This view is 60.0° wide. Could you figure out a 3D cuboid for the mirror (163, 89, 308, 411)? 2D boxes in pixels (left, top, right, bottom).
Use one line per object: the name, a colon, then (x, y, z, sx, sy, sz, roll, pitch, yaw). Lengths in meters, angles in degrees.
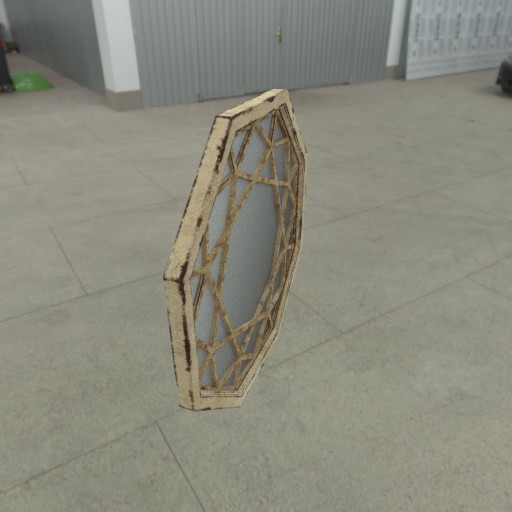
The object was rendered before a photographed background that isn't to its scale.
mirror: (0.000, 0.000, 0.964, 0.031, 0.648, 0.648, 11, 32, 19)
